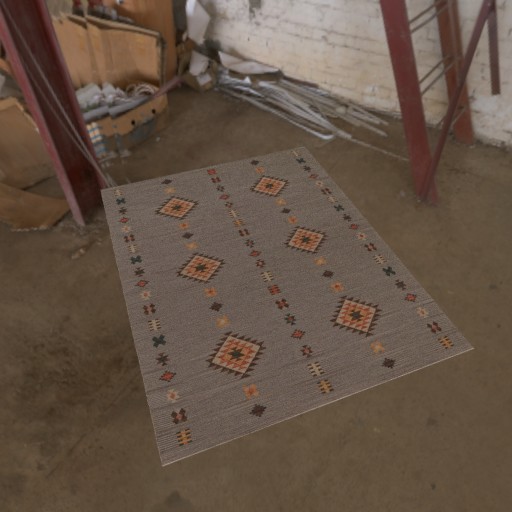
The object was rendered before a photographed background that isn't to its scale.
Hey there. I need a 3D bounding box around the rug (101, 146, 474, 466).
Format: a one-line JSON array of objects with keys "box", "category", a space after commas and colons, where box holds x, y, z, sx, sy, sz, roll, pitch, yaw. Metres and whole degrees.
[{"box": [0.000, 0.000, 4.086, 2.425, 0.008, 3.035, -15, 48, -14], "category": "rug"}]
